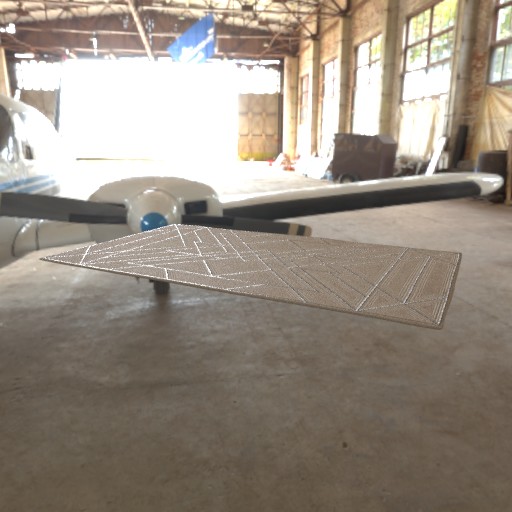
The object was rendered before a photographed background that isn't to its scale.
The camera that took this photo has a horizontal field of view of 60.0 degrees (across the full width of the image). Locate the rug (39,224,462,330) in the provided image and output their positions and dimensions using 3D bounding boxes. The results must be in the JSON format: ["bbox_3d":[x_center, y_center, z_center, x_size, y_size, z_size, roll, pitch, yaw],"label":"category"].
[{"bbox_3d":[0.000,0.000,1.047,0.869,0.008,0.511,7,16,27],"label":"rug"}]
